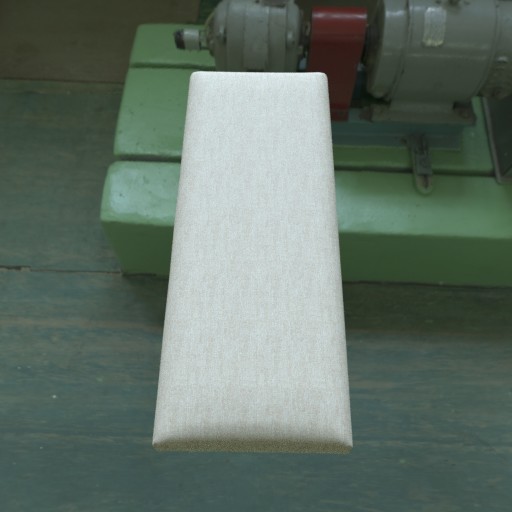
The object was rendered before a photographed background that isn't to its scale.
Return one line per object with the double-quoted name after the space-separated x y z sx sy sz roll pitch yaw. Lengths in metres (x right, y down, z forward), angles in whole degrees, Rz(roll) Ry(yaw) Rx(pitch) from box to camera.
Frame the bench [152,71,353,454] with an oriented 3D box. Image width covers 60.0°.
0.000 0.000 1.247 0.407 0.456 1.013 1 66 0 "bench"
